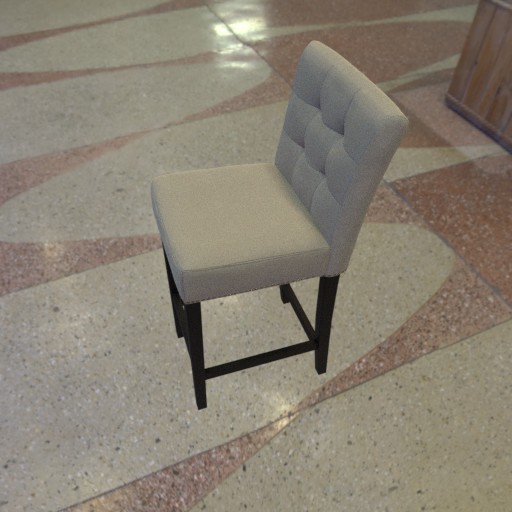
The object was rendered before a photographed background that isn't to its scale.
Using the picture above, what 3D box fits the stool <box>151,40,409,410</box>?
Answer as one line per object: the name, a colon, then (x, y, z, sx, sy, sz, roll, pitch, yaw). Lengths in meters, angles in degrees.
stool: (0.000, 0.000, 1.327, 0.548, 1.047, 0.411, -15, 49, -13)
